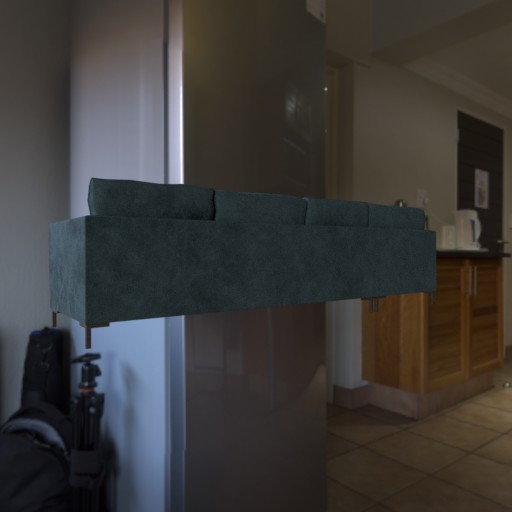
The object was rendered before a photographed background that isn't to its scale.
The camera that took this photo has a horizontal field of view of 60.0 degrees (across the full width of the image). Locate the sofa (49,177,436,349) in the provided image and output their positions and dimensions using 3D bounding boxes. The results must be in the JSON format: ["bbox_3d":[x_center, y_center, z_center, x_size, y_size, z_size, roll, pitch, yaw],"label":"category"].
[{"bbox_3d":[0.000,0.000,3.992,3.400,0.967,1.500,-1,1,-36],"label":"sofa"}]
